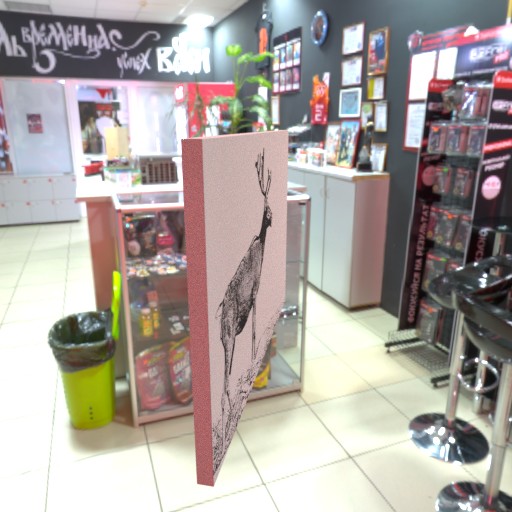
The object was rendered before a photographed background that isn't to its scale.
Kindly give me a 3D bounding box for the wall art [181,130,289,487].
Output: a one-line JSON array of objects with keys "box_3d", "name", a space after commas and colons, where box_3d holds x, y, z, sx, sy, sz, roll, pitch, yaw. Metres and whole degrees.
[{"box_3d": [0.000, 0.000, 1.151, 0.033, 0.617, 0.906, 3, 17, 11], "name": "wall art"}]
